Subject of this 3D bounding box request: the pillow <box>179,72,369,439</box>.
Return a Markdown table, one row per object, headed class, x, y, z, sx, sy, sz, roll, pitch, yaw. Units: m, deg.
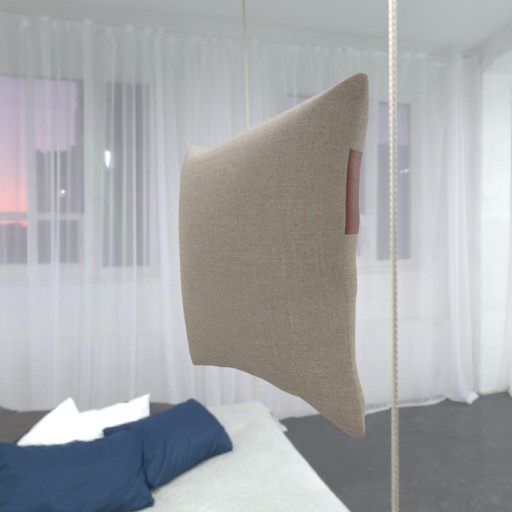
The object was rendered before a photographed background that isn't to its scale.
| class | x | y | z | sx | sy | sz | roll | pitch | yaw |
| --- | --- | --- | --- | --- | --- | --- | --- | --- | --- |
| pillow | 0.000 | 0.000 | 0.646 | 0.173 | 0.399 | 0.414 | 0 | 0 | -35 |
